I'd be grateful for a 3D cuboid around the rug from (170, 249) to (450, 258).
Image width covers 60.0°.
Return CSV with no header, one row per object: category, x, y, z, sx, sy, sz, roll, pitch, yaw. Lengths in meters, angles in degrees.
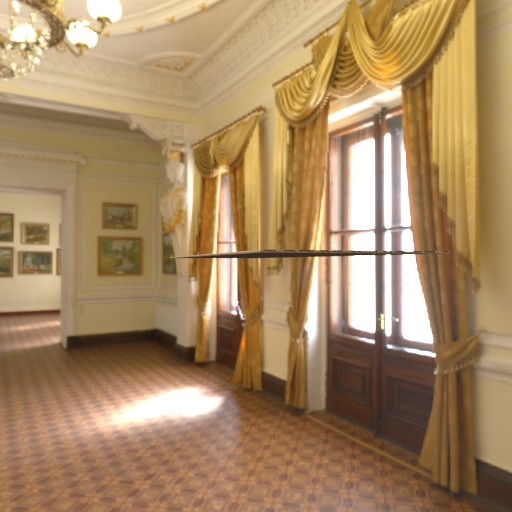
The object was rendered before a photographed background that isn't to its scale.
rug,0.000,0.000,2.700,0.750,0.009,2.435,0,-1,-18
